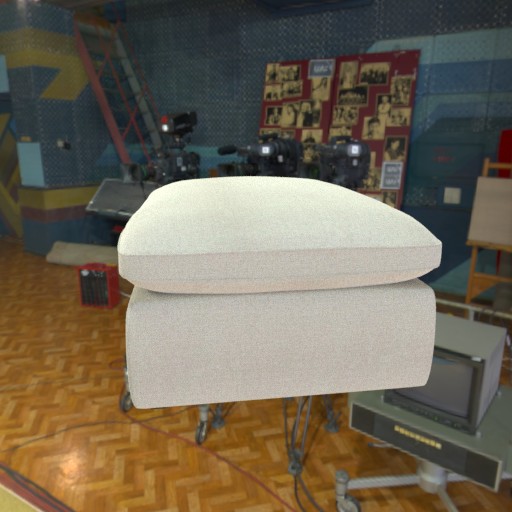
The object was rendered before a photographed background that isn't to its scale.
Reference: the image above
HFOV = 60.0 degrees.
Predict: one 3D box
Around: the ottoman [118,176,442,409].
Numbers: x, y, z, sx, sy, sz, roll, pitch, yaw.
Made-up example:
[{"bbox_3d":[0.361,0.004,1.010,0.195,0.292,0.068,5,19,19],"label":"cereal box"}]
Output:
[{"bbox_3d":[0.000,0.000,1.354,0.686,0.453,0.984,-2,15,-8],"label":"ottoman"}]
